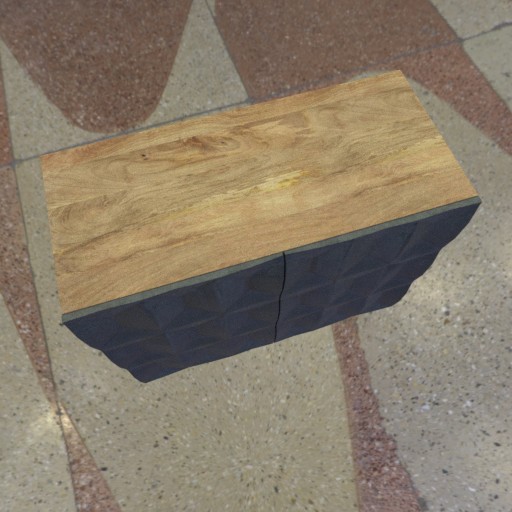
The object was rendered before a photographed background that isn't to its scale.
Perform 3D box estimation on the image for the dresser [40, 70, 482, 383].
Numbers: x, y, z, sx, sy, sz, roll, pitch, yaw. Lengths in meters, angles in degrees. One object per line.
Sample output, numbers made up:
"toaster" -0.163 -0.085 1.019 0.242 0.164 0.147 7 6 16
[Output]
"dresser" 0.000 0.000 1.426 0.967 0.847 0.446 -16 66 -7
